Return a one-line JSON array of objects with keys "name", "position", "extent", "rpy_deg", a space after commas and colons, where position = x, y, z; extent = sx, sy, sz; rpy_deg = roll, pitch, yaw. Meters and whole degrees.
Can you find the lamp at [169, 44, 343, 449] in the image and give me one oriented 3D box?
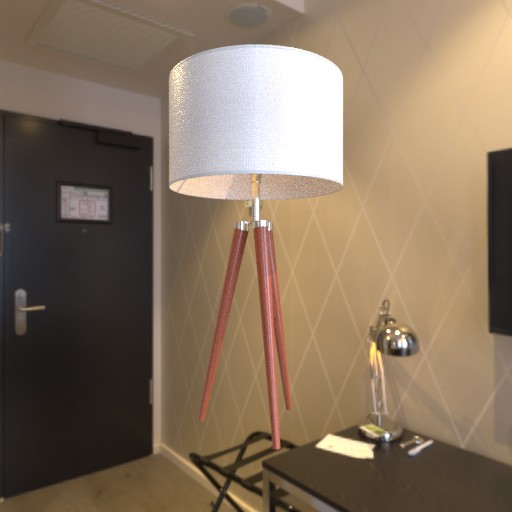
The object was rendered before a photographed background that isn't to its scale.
[{"name": "lamp", "position": [0.000, 0.000, 0.919], "extent": [0.354, 0.709, 0.355], "rpy_deg": [0, 0, 21]}]
